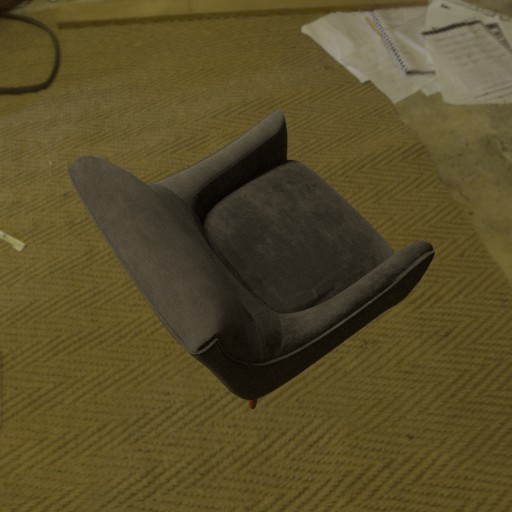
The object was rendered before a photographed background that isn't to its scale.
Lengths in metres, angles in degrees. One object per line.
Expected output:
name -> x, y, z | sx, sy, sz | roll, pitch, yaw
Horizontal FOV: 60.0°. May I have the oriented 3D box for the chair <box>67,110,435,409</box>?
chair -> 0.000, 0.000, 1.442 | 0.787, 0.838, 0.762 | -32, 63, -18
